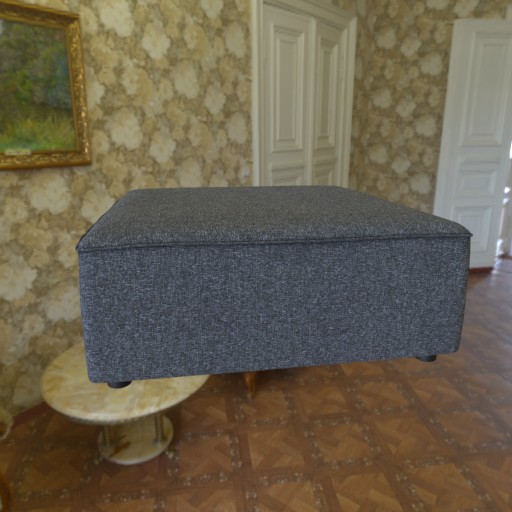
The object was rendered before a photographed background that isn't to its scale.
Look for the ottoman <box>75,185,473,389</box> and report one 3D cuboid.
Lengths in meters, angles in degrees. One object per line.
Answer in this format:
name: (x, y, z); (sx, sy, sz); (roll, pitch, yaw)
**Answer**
ottoman: (0.000, 0.000, 1.589); (1.021, 0.423, 1.017); (-2, 15, -8)
